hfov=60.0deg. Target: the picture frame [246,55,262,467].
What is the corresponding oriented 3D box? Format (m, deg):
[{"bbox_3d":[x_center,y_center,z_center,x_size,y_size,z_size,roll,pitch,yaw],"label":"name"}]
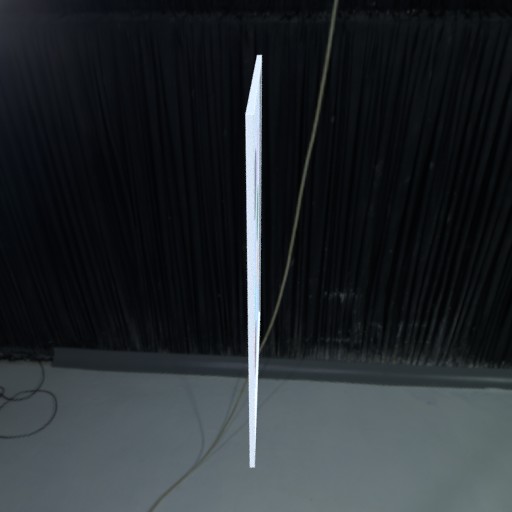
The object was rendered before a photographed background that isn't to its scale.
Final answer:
[{"bbox_3d":[0.000,0.000,1.232,0.013,0.940,0.659,1,32,1],"label":"picture frame"}]
